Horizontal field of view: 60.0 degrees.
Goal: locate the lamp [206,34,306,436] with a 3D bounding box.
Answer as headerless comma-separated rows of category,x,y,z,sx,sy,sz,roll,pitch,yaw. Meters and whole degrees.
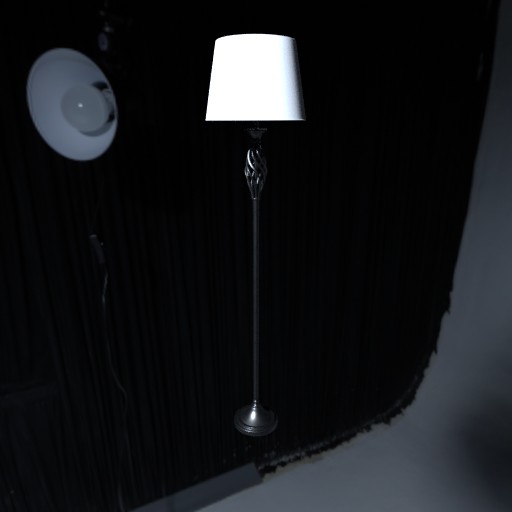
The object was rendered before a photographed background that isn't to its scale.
lamp,0.000,0.000,1.843,0.379,1.623,0.379,0,17,0
